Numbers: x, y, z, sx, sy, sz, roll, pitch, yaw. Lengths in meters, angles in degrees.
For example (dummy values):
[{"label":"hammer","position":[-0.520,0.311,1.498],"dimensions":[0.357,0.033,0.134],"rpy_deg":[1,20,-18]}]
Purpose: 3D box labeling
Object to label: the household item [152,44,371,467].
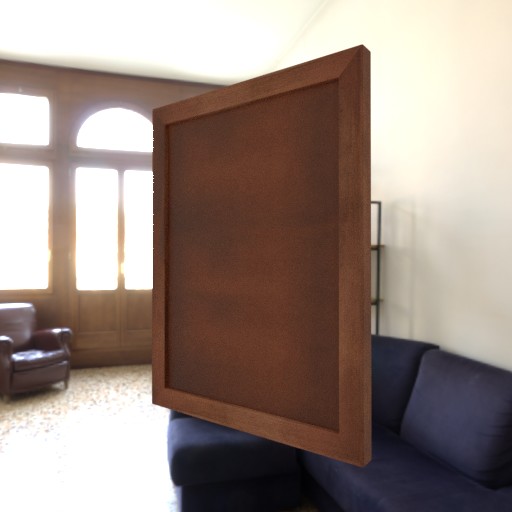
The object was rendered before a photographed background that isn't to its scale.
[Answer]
[{"label":"household item","position":[0.000,0.000,0.545],"dimensions":[0.310,0.407,0.067],"rpy_deg":[0,0,37]}]
